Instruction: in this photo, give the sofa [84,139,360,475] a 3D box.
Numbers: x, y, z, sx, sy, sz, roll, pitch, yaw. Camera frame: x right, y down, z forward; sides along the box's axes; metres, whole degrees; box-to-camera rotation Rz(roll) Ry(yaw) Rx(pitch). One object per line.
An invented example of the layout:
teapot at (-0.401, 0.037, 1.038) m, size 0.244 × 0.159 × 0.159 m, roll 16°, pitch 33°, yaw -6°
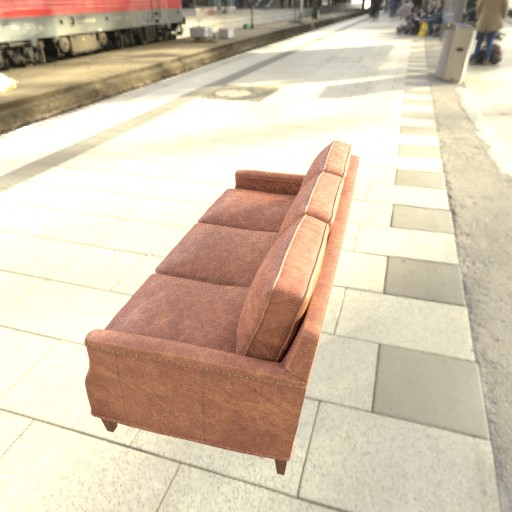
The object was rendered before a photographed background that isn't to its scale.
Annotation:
sofa at (0.000, 0.000, 2.782) m, size 1.084 × 1.003 × 2.246 m, roll 8°, pitch 32°, yaw 13°
